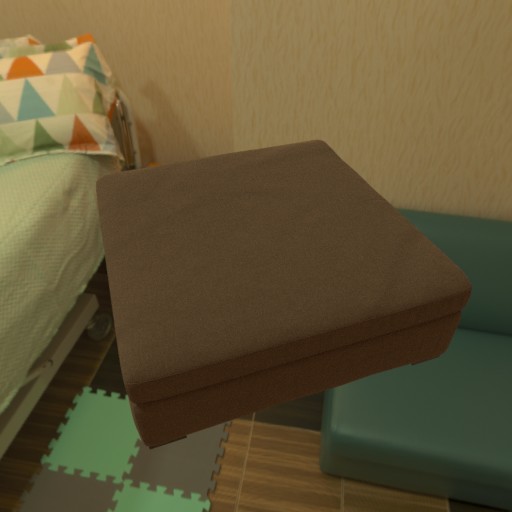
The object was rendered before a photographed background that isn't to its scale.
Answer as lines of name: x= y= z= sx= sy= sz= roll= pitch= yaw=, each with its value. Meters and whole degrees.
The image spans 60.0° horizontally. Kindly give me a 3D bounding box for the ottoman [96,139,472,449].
ottoman: x=0.000 y=0.000 z=1.853 sx=1.181 sy=0.470 sz=1.181 roll=-13 pitch=41 yaw=-15
